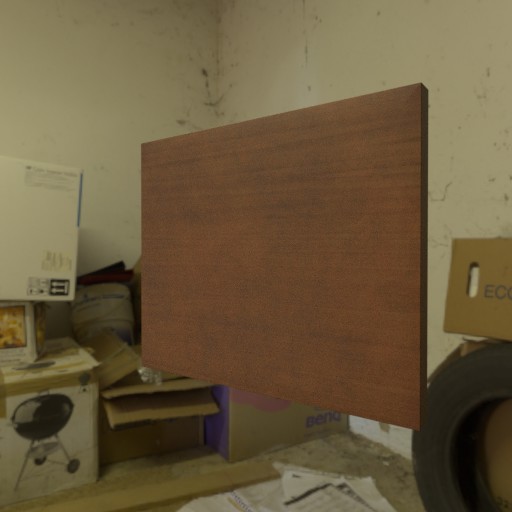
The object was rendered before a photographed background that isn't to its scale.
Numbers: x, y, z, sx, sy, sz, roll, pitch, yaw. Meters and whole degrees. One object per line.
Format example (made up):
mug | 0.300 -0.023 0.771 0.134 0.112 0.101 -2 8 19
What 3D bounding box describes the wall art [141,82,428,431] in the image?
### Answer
wall art | 0.000 0.000 0.758 0.558 0.457 0.033 0 1 36
